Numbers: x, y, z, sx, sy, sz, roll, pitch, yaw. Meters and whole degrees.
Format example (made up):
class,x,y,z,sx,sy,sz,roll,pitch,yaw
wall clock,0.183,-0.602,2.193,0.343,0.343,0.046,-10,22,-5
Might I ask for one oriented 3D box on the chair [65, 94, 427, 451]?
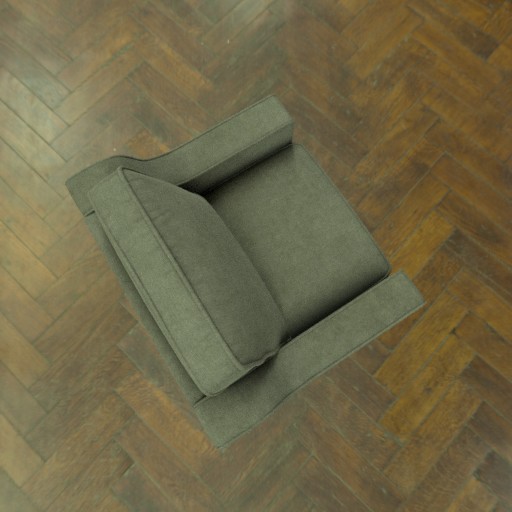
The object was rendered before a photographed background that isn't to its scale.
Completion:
class,x,y,z,sx,sy,sz,roll,pitch,yaw
chair,0.000,0.000,1.614,0.840,0.944,0.926,-32,78,-7
